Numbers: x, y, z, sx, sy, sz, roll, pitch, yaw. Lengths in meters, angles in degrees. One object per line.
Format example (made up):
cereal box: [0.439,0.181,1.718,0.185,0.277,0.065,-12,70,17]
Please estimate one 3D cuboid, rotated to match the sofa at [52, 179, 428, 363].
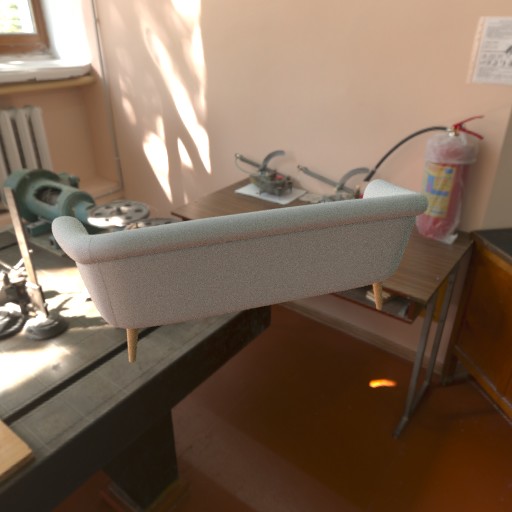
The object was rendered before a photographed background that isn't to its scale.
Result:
sofa: [0.000,0.000,2.568,2.160,0.795,0.827,-9,29,-16]
